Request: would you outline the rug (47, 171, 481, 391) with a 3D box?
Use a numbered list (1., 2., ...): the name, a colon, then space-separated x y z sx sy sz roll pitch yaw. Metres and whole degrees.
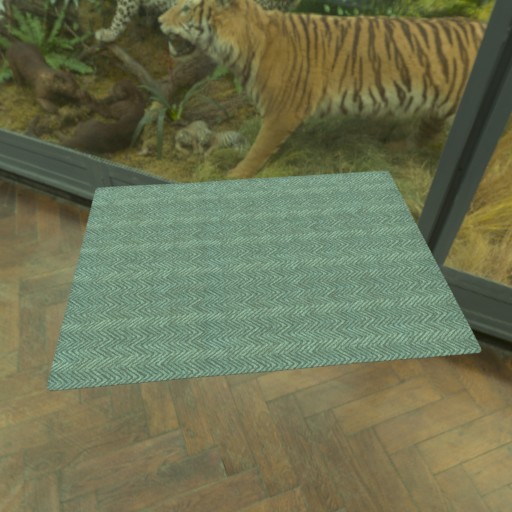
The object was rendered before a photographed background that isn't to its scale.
1. rug: 0.000 0.000 4.986 3.957 0.011 2.894 -4 46 -4
